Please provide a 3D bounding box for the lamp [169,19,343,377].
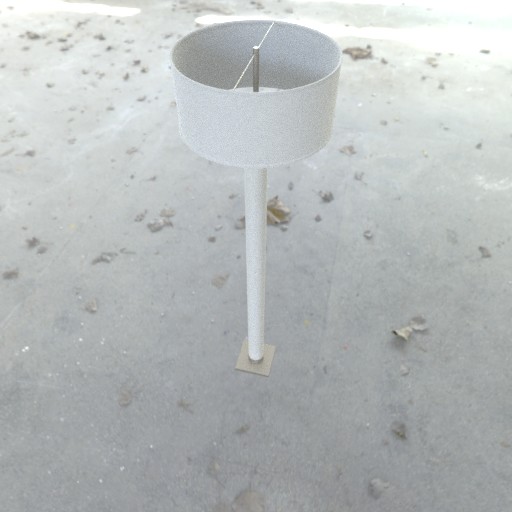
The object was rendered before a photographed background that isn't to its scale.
[{"bbox_3d":[0.000,0.000,1.607,0.420,1.475,0.420,10,48,9],"label":"lamp"}]
